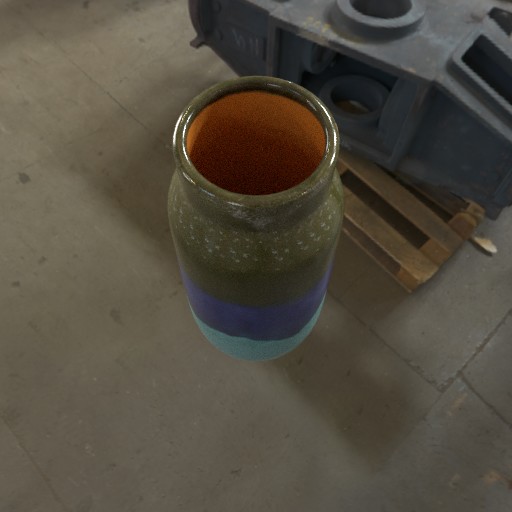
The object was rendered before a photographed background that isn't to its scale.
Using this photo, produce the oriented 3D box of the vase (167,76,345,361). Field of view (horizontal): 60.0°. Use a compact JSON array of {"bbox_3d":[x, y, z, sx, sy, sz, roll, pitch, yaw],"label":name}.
[{"bbox_3d":[0.000,0.000,0.385,0.139,0.313,0.139,0,65,0],"label":"vase"}]
